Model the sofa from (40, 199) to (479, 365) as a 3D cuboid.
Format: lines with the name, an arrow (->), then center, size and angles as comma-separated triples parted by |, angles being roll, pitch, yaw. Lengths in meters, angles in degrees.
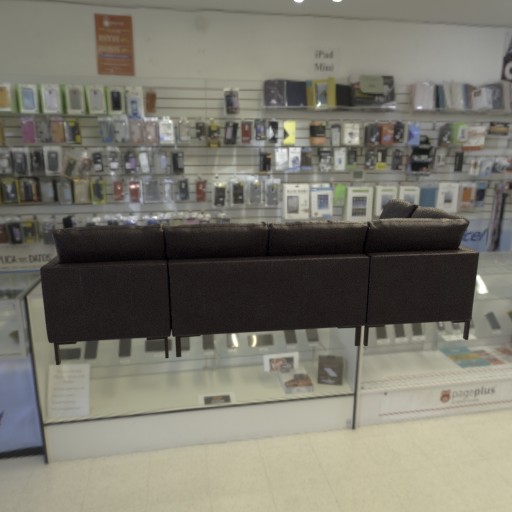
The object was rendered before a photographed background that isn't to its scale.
sofa -> 0.000, 0.000, 3.858 | 2.956, 0.900, 1.939 | -2, 14, -8
